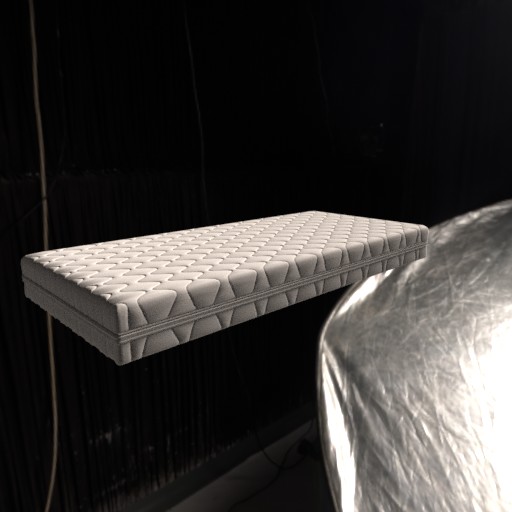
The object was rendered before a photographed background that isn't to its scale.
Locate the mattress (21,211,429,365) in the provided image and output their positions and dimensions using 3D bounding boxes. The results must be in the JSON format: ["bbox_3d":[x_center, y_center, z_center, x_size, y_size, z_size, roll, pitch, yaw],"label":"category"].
[{"bbox_3d":[0.000,0.000,2.303,2.000,0.200,0.900,-13,19,-42],"label":"mattress"}]
